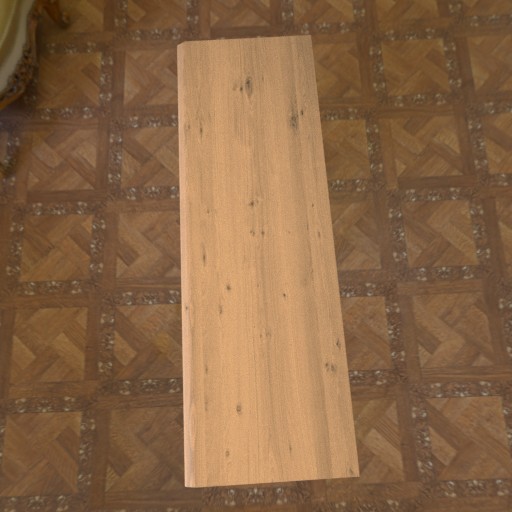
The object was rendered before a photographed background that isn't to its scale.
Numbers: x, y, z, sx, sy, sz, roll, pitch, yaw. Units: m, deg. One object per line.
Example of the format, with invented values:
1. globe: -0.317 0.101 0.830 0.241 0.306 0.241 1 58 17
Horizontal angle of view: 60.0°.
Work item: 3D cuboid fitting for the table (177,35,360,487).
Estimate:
1. table: 0.000 0.000 1.405 0.400 0.510 1.200 -3 75 -1
